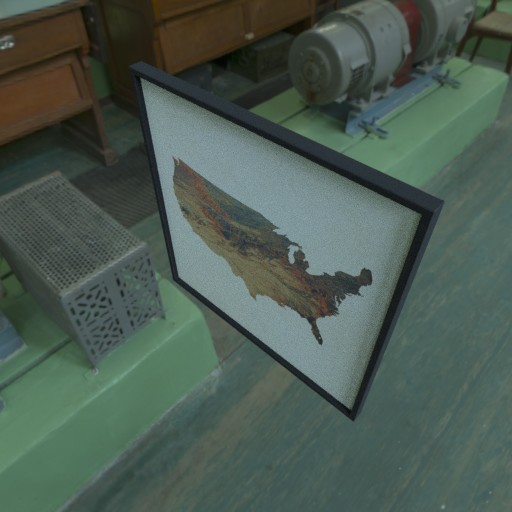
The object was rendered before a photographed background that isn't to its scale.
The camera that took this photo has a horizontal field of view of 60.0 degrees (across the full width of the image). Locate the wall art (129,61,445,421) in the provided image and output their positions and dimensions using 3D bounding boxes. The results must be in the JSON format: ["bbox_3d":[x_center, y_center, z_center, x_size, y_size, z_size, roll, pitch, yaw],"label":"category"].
[{"bbox_3d":[0.000,0.000,1.133,0.762,0.762,0.038,33,55,28],"label":"wall art"}]
